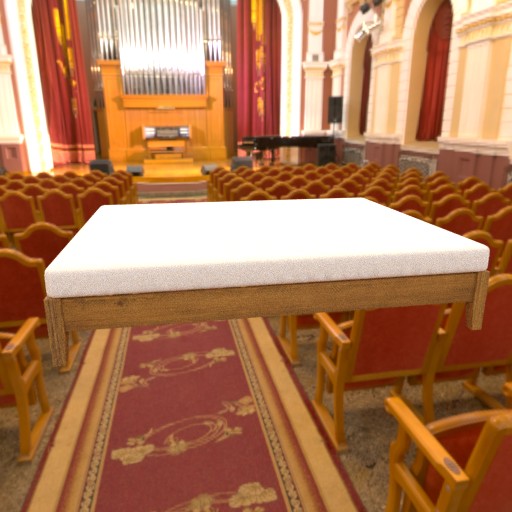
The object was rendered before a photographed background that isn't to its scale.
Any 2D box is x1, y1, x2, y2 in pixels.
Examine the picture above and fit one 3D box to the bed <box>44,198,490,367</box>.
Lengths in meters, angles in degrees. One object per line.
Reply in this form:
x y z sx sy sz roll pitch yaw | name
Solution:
0.000 0.000 2.701 2.016 0.431 1.536 -3 17 -10 | bed
